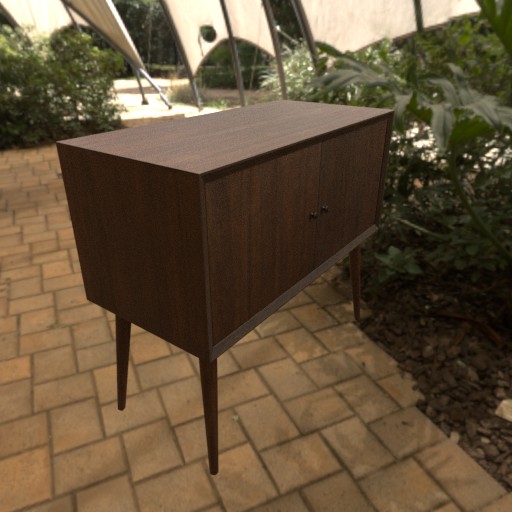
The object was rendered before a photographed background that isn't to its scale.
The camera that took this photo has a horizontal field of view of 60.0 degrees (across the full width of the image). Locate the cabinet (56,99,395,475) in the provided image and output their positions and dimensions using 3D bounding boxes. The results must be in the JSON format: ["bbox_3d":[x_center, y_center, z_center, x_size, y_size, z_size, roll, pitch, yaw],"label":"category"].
[{"bbox_3d":[0.000,0.000,1.122,0.354,0.654,0.743,18,32,32],"label":"cabinet"}]
